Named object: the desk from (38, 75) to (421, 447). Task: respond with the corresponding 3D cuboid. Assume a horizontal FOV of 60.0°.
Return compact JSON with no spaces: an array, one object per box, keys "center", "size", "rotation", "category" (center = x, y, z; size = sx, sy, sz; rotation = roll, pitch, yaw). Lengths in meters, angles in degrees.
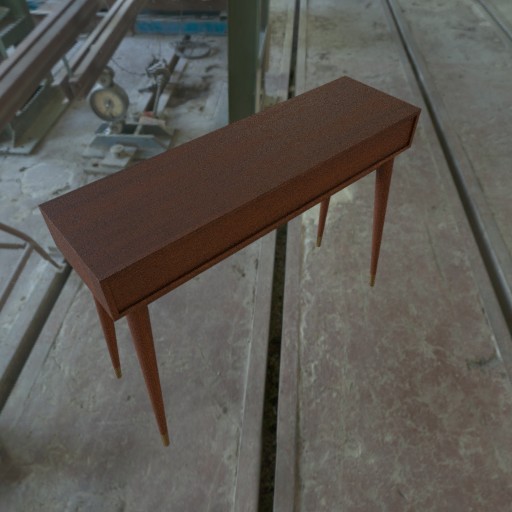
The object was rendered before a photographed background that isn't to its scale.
[{"center":[0.000,0.000,1.666],"size":[1.204,0.917,0.384],"rotation":[-32,54,-27],"category":"desk"}]
